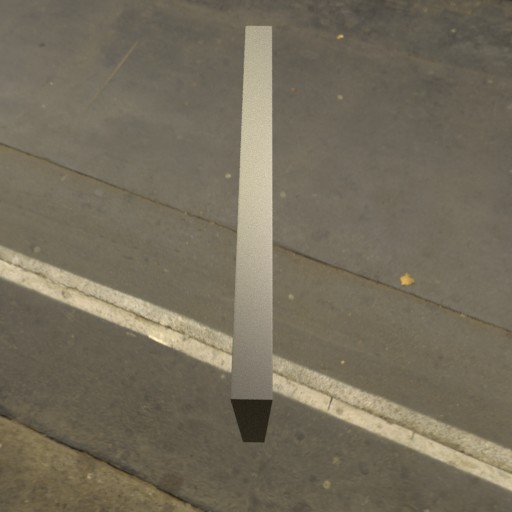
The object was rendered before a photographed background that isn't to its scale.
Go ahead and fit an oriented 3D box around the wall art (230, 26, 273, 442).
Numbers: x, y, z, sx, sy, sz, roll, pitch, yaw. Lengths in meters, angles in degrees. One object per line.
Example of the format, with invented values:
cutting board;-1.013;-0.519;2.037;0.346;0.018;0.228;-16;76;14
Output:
wall art;0.000;0.000;0.523;0.028;0.321;0.381;1;63;0
